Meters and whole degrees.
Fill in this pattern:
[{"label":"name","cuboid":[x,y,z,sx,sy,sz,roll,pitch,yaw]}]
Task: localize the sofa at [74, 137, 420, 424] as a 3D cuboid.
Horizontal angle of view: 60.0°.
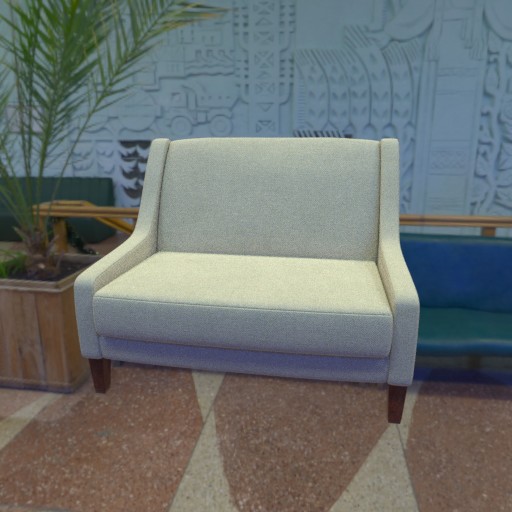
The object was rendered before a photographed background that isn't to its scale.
[{"label":"sofa","cuboid":[0.000,0.000,1.890,1.212,0.976,0.946,3,15,10]}]
